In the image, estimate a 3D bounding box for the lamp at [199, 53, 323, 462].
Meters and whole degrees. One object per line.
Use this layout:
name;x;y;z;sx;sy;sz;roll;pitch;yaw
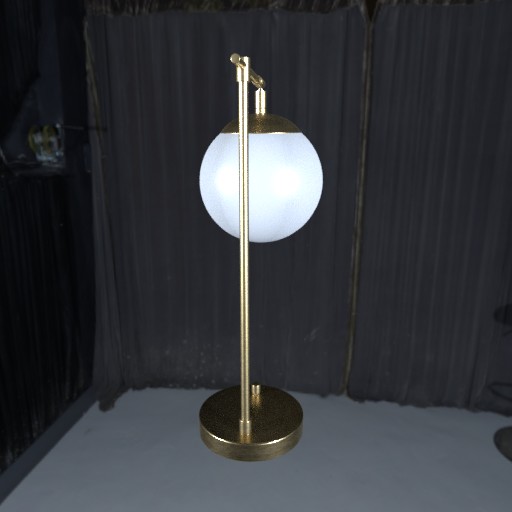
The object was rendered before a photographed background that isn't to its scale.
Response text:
lamp;0.000;0.000;0.722;0.207;0.559;0.324;2;14;8
